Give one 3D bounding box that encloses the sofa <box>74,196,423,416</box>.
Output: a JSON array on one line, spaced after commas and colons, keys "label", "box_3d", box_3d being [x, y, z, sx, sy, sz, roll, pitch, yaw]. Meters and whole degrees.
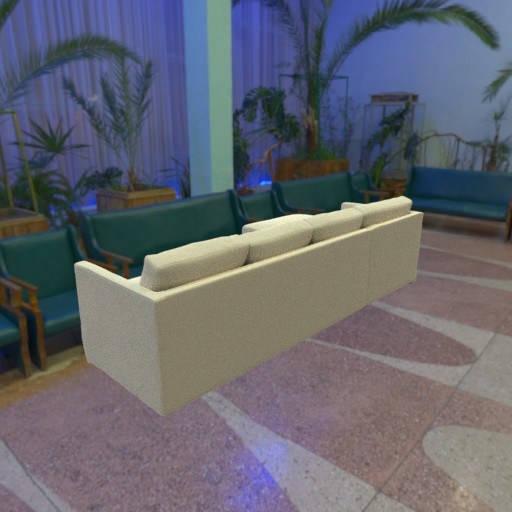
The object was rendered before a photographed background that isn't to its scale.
[{"label": "sofa", "box_3d": [0.000, 0.000, 3.971, 1.650, 0.922, 3.205, 16, 23, 42]}]
